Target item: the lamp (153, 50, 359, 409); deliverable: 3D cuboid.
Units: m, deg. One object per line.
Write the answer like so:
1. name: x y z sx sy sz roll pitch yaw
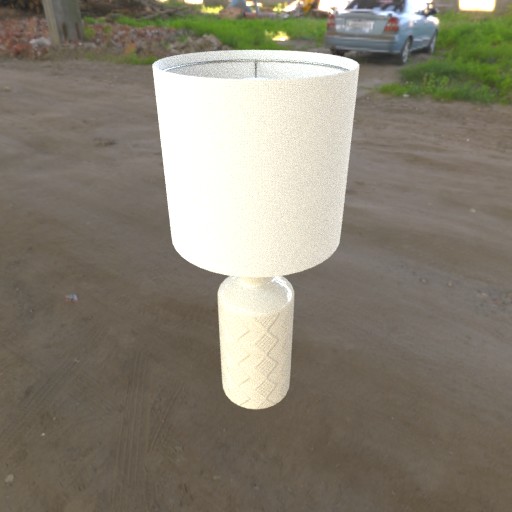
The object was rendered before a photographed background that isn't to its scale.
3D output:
1. lamp: 0.000 0.000 0.569 0.207 0.461 0.207 0 31 0
